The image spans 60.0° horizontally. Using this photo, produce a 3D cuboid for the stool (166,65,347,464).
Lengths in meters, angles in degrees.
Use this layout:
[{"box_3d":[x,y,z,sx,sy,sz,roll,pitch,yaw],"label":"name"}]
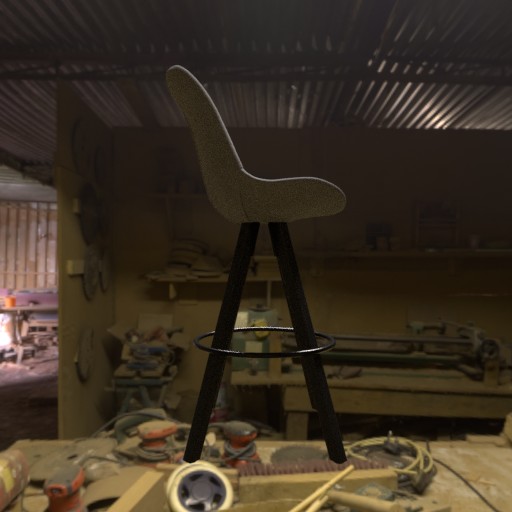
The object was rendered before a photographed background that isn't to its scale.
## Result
[{"box_3d":[0.000,0.000,1.416,0.550,1.115,0.485,0,0,0],"label":"stool"}]
